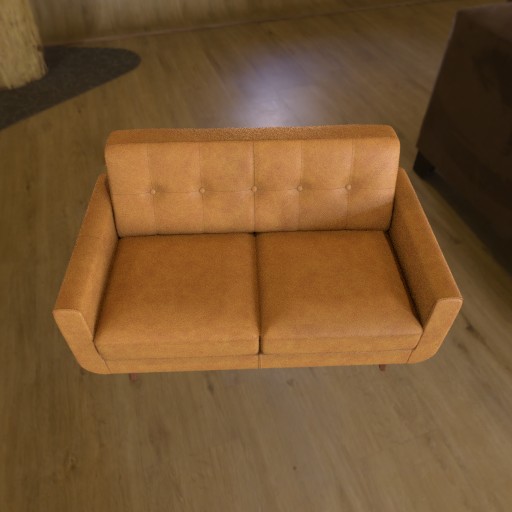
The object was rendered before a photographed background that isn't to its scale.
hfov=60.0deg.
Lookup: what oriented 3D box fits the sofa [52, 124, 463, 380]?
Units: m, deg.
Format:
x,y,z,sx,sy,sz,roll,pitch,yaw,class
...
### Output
x,y,z,sx,sy,sz,roll,pitch,yaw,class
0.000,0.000,2.182,1.651,0.925,0.952,-2,46,-2,sofa
